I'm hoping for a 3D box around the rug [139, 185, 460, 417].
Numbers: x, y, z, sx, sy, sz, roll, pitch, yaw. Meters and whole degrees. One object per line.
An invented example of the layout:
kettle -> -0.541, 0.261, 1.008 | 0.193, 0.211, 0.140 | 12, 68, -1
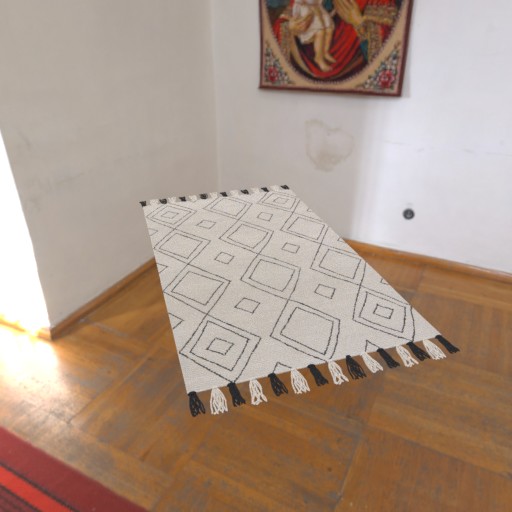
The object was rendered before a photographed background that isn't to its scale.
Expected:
rug -> 0.000, 0.000, 3.380 | 1.524, 0.021, 2.755 | -9, 31, -15
